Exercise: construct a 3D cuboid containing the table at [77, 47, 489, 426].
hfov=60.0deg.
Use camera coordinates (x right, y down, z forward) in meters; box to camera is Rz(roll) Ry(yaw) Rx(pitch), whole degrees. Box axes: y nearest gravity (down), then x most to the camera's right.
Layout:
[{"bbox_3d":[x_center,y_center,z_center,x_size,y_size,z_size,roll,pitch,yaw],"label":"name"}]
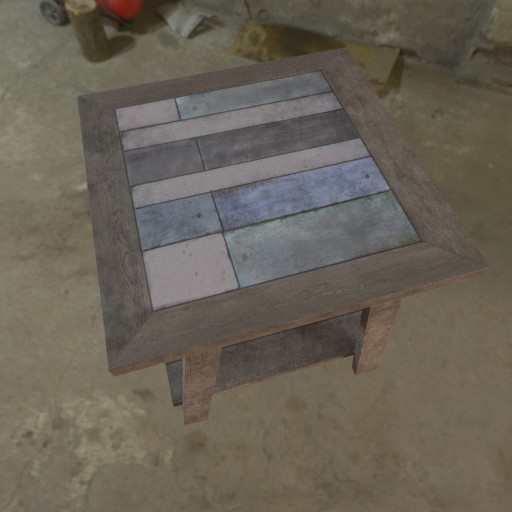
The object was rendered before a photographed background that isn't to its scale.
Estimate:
[{"bbox_3d":[0.000,0.000,1.083,0.610,0.610,0.610,-14,59,-8],"label":"table"}]
